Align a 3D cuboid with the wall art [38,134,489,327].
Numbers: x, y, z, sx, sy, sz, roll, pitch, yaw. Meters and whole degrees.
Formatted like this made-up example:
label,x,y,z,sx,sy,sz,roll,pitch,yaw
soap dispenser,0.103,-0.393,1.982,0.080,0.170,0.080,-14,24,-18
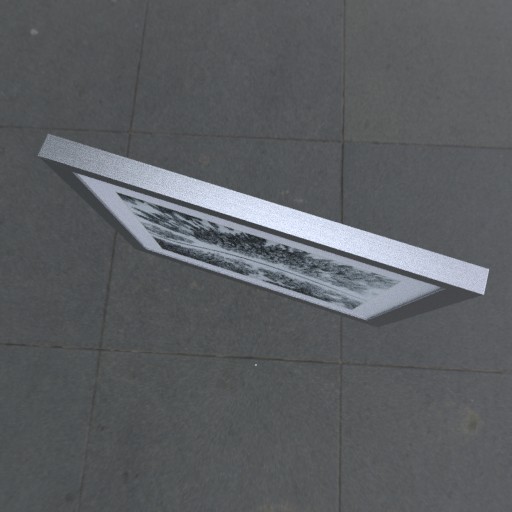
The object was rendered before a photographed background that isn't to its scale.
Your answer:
label,x,y,z,sx,sy,sz,roll,pitch,yaw
wall art,0.000,0.000,0.751,0.557,0.456,0.032,18,77,4
